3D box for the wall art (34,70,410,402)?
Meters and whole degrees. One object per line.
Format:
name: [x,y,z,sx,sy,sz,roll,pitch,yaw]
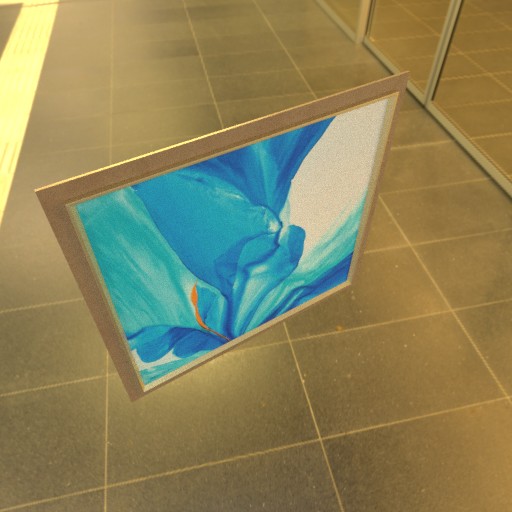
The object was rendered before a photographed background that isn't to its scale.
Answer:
wall art: [0.000,0.000,1.597,1.168,1.067,0.025,-24,51,-21]
